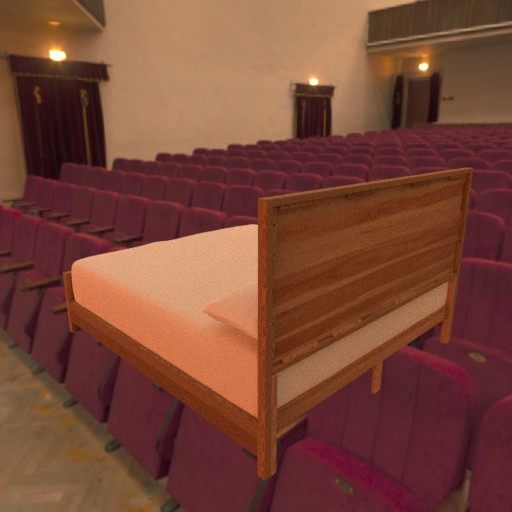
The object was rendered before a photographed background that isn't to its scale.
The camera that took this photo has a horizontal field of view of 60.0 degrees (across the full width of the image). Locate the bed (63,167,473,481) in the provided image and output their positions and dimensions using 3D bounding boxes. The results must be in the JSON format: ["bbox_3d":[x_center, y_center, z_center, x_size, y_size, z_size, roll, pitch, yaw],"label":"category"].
[{"bbox_3d":[0.000,0.000,3.278,2.013,1.295,2.184,-15,22,-42],"label":"bed"}]
